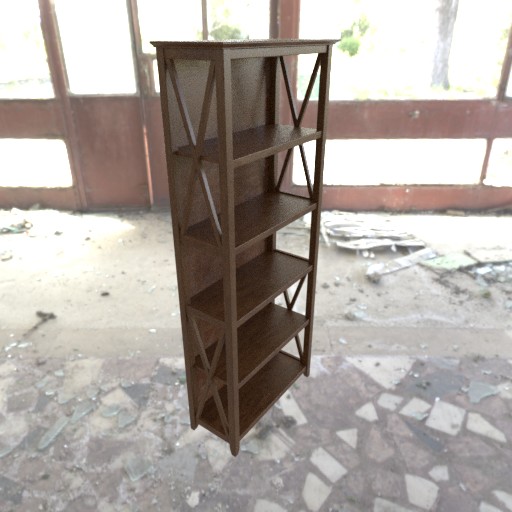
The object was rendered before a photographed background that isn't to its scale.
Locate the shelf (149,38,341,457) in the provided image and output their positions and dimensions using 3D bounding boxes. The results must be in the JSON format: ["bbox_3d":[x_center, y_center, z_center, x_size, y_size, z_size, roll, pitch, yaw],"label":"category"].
[{"bbox_3d":[0.000,0.000,2.174,0.335,1.905,0.805,18,32,32],"label":"shelf"}]
